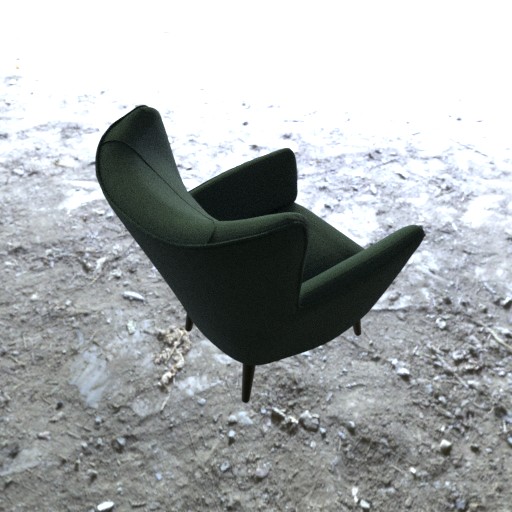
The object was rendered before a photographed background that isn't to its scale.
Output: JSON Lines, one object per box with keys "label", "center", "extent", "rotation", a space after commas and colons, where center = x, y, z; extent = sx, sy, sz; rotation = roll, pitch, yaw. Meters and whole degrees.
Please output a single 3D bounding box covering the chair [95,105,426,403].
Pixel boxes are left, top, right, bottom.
{"label": "chair", "center": [0.000, 0.000, 1.575], "extent": [0.888, 0.933, 0.781], "rotation": [-26, 48, -27]}
